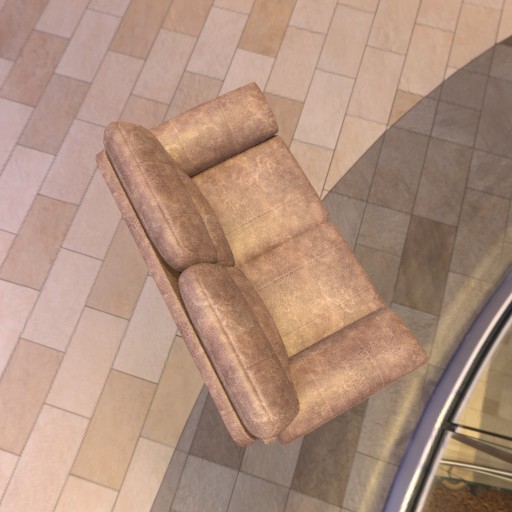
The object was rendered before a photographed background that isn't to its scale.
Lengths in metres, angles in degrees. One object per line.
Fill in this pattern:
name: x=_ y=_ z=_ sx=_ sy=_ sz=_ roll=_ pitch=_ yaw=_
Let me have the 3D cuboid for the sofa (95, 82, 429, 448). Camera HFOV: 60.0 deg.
sofa: x=0.000 y=0.000 z=2.345 sx=0.991 sy=0.991 sz=1.753 roll=-28 pitch=77 yaw=-7
